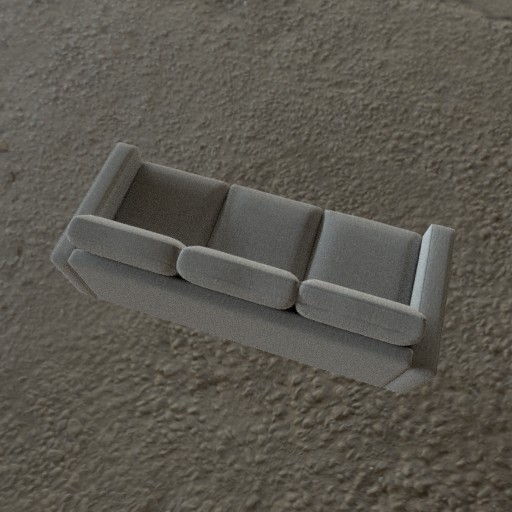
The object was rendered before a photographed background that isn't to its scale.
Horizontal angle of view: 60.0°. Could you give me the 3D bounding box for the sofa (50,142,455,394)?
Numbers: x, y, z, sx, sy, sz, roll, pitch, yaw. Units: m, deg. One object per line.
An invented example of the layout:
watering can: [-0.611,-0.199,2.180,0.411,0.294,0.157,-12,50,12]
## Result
sofa: [0.000,0.000,2.611,2.120,0.800,0.900,16,64,8]
